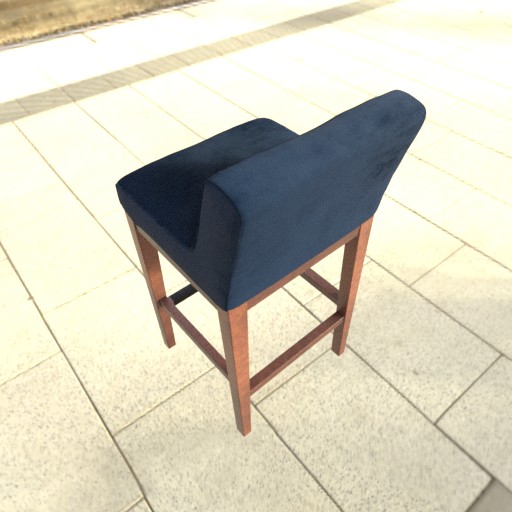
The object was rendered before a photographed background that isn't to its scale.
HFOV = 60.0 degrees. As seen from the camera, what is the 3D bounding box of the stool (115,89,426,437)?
[{"bbox_3d":[0.000,0.000,1.232,0.511,0.945,0.516,-32,53,-27],"label":"stool"}]
